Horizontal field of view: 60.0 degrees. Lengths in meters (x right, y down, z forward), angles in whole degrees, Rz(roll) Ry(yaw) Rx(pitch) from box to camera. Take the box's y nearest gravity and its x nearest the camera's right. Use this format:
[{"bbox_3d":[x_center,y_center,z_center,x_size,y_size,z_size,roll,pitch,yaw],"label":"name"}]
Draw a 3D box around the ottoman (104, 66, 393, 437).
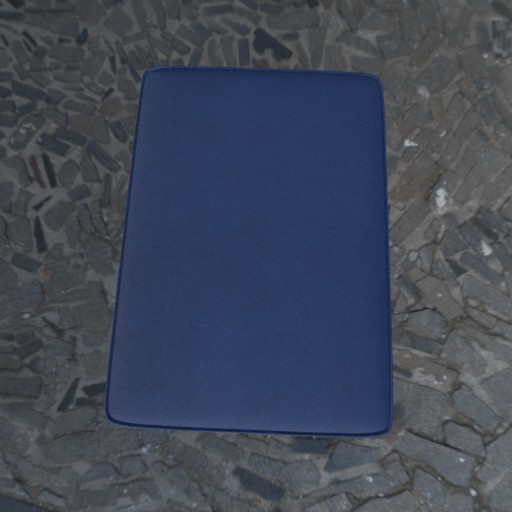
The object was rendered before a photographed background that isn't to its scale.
[{"bbox_3d":[0.000,0.000,1.368,0.686,0.584,0.965,2,76,1],"label":"ottoman"}]
